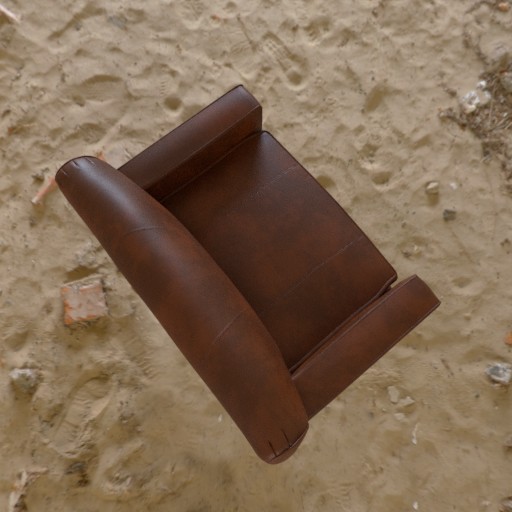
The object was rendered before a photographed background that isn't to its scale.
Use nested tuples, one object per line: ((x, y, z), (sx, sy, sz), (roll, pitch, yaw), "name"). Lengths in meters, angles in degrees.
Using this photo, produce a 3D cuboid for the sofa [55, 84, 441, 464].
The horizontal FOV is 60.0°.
((0.000, 0.000, 2.082), (1.000, 0.956, 1.413), (-38, 79, -9), "sofa")
